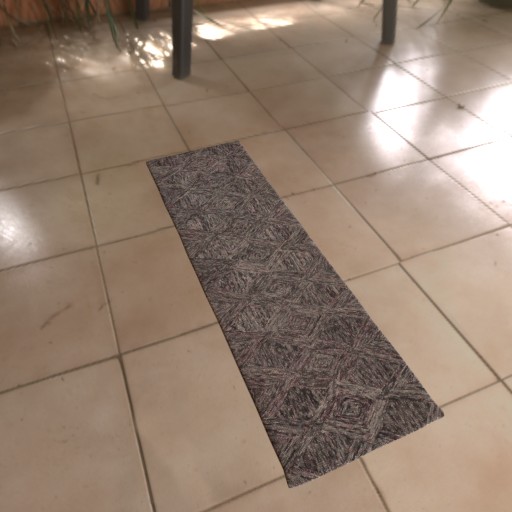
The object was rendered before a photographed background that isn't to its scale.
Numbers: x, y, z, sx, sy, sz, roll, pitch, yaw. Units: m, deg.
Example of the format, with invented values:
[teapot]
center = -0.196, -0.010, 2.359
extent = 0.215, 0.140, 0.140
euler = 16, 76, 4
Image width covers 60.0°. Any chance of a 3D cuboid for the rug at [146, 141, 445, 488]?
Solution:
[rug]
center = 0.000, 0.000, 2.459
extent = 0.719, 0.013, 2.305
euler = -17, 48, -16
